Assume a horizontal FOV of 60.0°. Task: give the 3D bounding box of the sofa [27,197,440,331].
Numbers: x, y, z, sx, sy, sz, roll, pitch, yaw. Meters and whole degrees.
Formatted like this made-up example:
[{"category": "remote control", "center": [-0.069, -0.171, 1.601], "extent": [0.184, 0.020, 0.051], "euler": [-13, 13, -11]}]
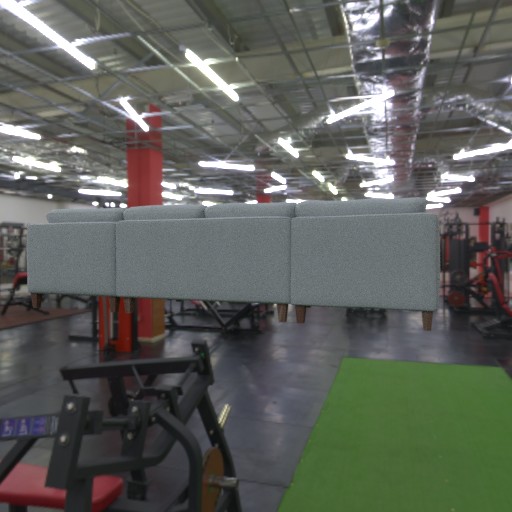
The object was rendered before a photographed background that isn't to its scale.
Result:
[{"category": "sofa", "center": [0.000, 0.000, 4.363], "extent": [3.238, 0.853, 2.551], "euler": [0, 1, 19]}]
